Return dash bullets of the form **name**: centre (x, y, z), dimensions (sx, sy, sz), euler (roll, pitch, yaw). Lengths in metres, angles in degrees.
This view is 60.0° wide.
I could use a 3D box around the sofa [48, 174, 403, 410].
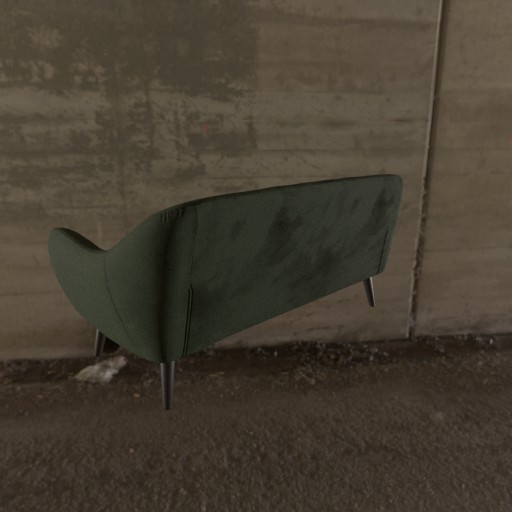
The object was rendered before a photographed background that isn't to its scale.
- **sofa**: centre (0.000, 0.000, 2.323), dimensions (1.840, 0.836, 0.820), euler (-15, 22, -42)
